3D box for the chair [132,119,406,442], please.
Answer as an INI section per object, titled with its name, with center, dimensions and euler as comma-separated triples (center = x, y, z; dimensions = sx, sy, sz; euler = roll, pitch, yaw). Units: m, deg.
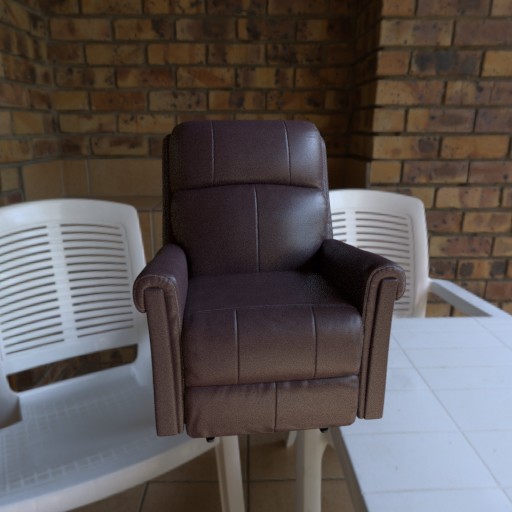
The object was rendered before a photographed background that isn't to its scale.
[chair]
center = 0.000, 0.000, 1.769
dimensions = 0.838, 1.054, 1.014
euler = -2, 16, -7
